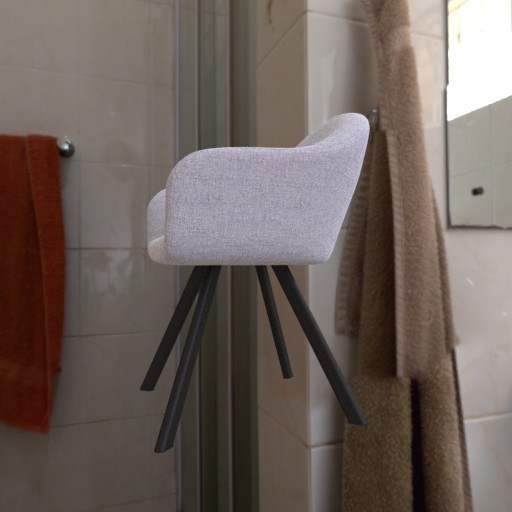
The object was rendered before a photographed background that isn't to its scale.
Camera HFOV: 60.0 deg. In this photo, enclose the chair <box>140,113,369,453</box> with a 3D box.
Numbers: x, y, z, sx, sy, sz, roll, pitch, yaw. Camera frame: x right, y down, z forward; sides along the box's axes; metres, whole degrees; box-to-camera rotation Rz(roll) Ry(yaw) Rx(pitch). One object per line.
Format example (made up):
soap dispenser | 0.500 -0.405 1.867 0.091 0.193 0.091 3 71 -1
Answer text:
chair | 0.000 0.000 1.180 0.570 0.780 0.540 0 -1 -18
